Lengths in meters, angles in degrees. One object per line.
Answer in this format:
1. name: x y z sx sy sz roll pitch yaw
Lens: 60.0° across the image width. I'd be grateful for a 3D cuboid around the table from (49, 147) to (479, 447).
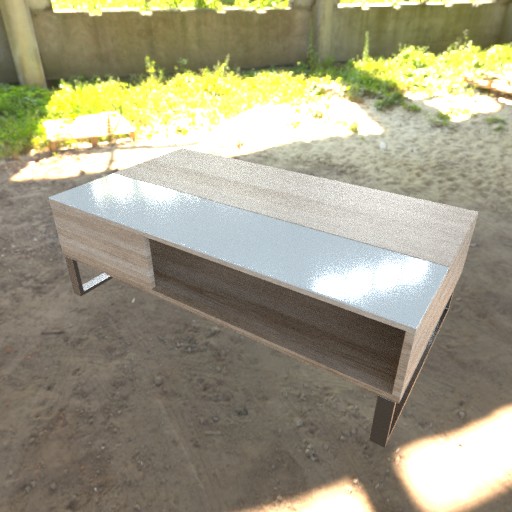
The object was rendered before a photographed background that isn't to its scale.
1. table: 0.000 0.000 1.376 1.100 0.350 0.600 19 35 28
